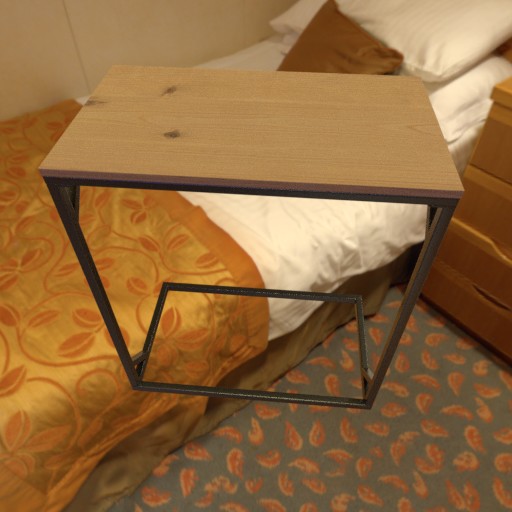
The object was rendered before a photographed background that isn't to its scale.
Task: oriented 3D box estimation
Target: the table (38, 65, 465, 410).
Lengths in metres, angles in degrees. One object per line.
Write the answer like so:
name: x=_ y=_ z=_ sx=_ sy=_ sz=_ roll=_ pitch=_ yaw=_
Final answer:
table: x=0.000 y=0.000 z=0.980 sx=0.597 sy=0.673 sz=0.351 roll=4 pitch=46 yaw=3
